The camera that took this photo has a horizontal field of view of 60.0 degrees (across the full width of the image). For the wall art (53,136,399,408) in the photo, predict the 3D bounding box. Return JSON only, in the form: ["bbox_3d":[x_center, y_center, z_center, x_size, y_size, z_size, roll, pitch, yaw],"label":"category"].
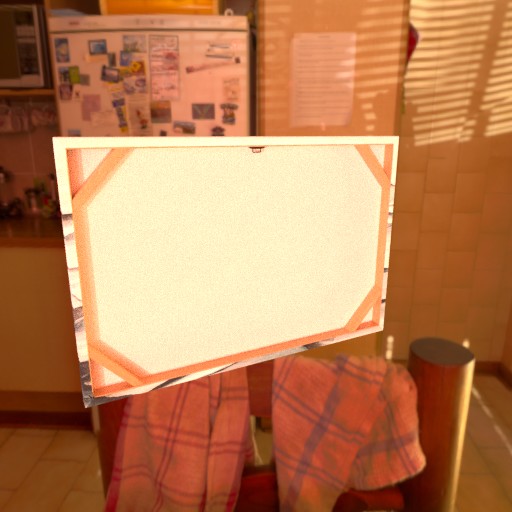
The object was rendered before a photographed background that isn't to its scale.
[{"bbox_3d":[0.000,0.000,1.169,0.914,0.609,0.039,-8,17,-27],"label":"wall art"}]
